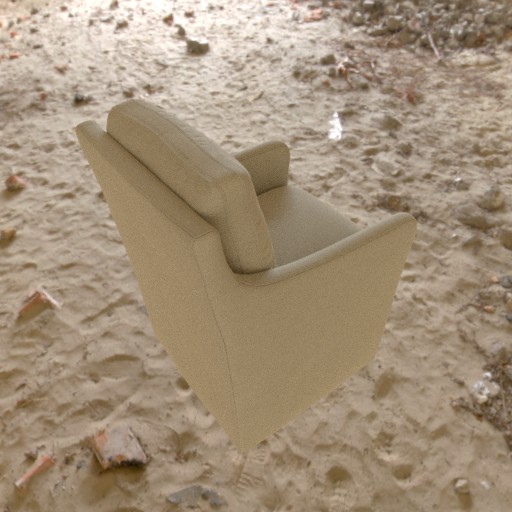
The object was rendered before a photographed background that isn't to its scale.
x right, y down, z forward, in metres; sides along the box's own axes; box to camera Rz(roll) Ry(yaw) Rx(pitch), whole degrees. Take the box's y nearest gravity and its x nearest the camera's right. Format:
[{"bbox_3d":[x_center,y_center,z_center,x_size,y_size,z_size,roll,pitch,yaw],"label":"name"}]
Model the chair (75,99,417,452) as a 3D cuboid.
[{"bbox_3d":[0.000,0.000,1.326,0.694,0.914,0.626,-26,47,-27],"label":"chair"}]
